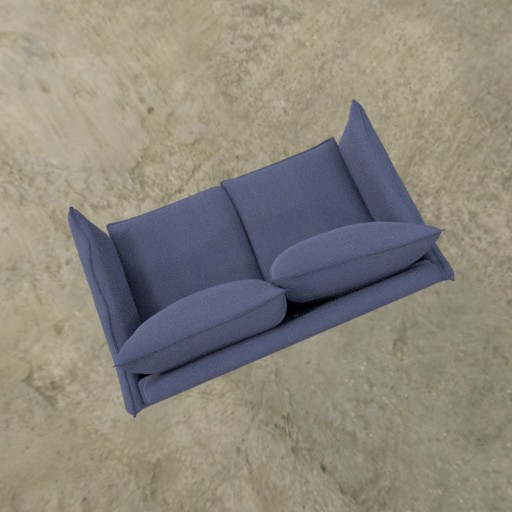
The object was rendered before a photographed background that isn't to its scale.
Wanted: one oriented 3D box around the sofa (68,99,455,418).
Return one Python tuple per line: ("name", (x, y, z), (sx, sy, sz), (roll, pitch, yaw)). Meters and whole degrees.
("sofa", (0.000, 0.000, 1.853), (1.300, 0.840, 0.820), (-22, 78, -5))
